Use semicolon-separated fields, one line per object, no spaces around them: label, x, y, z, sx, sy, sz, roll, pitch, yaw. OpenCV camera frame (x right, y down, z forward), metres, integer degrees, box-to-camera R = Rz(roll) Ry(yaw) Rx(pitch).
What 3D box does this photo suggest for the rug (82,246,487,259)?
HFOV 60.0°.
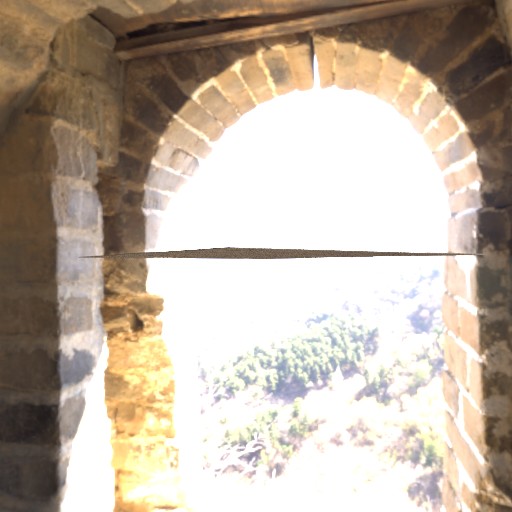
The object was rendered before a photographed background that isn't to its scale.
rug;0.000;0.000;4.010;2.380;0.008;2.977;1;-2;-35
